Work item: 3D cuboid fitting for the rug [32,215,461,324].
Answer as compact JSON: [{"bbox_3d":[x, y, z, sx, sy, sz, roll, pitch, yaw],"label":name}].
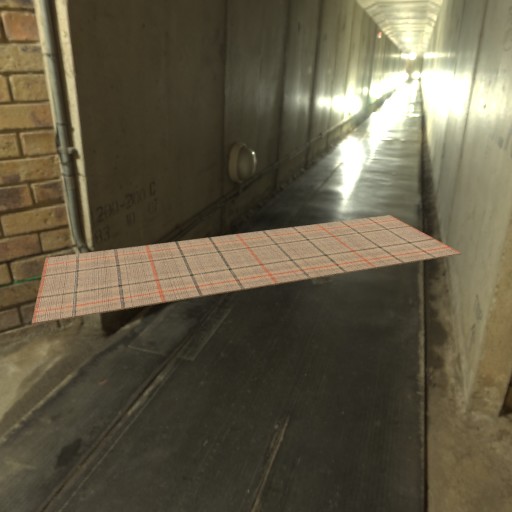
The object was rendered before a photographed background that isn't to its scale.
[{"bbox_3d":[0.000,0.000,2.725,2.439,0.008,0.762,-8,26,-17],"label":"rug"}]
